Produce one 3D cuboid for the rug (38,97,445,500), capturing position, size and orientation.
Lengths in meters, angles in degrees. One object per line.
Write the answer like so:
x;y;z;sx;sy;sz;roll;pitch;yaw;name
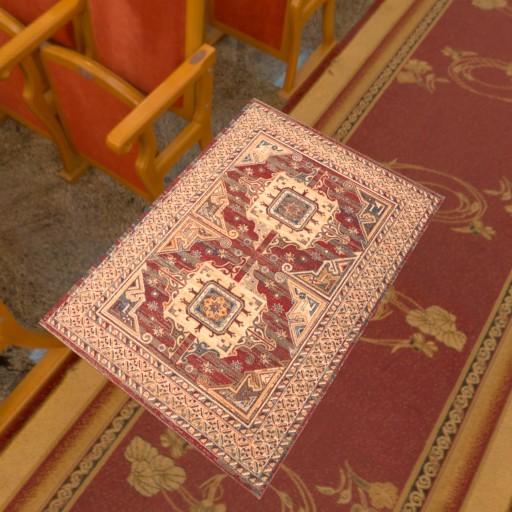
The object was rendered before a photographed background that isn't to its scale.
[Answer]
0.000;0.000;2.822;1.599;0.011;2.210;32;68;15;rug
